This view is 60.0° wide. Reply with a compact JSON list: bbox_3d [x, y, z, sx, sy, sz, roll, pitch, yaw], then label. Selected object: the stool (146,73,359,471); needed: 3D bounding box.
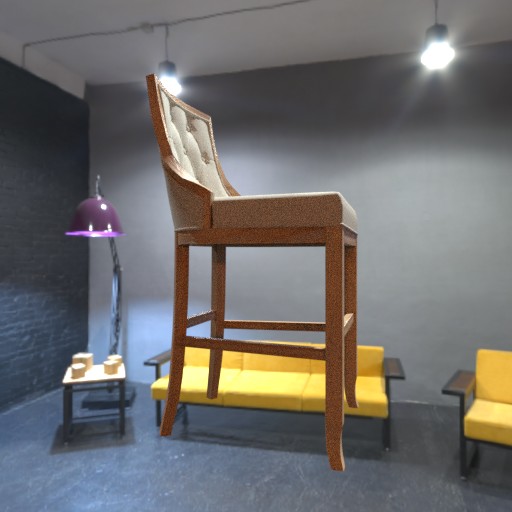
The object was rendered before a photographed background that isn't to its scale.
[{"bbox_3d":[0.000,0.000,1.465,0.626,1.101,0.524,0,0,17],"label":"stool"}]
